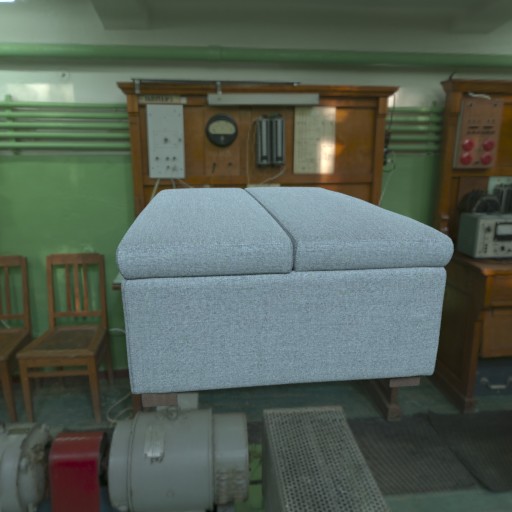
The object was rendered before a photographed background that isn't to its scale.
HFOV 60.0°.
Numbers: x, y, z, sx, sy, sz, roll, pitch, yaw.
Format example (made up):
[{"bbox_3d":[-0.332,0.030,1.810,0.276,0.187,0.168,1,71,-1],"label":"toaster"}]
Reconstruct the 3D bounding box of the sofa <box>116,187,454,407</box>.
[{"bbox_3d":[0.000,0.000,1.639,0.817,0.434,1.250,-2,14,-7],"label":"sofa"}]
